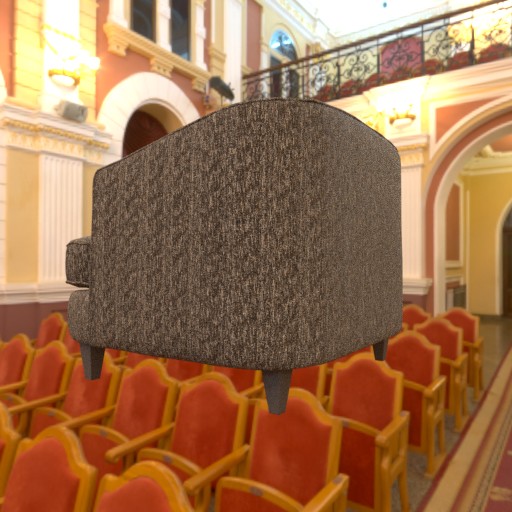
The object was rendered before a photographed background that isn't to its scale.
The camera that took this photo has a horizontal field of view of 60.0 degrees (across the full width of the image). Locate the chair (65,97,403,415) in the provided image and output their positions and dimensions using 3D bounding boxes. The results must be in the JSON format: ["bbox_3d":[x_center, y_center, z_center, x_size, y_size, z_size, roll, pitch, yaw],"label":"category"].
[{"bbox_3d":[0.000,0.000,1.719,0.941,0.852,1.104,-1,-1,36],"label":"chair"}]
